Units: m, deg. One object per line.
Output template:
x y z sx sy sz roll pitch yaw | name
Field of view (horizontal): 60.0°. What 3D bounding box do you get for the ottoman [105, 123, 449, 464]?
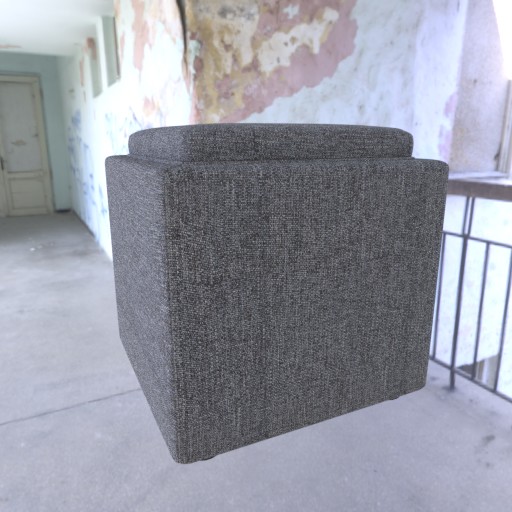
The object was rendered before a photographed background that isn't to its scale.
0.000 0.000 0.811 0.450 0.460 0.450 -7 16 -25 | ottoman
